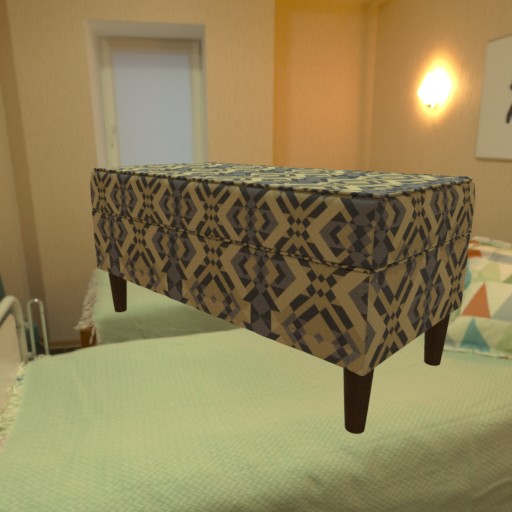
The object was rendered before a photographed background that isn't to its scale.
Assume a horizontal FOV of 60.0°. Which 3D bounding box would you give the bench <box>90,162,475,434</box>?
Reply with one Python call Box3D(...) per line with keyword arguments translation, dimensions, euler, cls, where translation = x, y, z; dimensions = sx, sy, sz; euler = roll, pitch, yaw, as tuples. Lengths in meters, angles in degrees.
Box3D(translation=(0.000, 0.000, 1.269), dimensions=(1.016, 0.477, 0.492), euler=(14, 20, 42), cls="bench")
